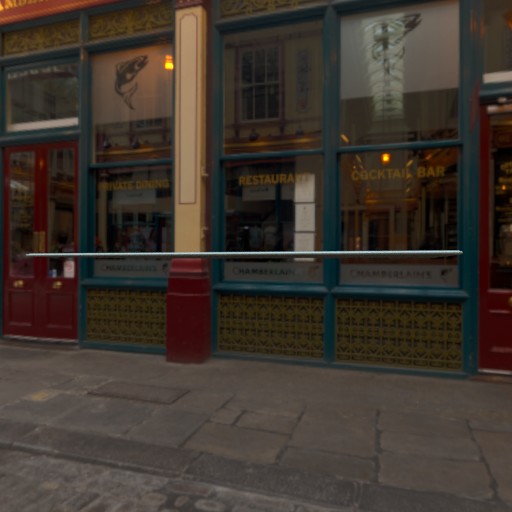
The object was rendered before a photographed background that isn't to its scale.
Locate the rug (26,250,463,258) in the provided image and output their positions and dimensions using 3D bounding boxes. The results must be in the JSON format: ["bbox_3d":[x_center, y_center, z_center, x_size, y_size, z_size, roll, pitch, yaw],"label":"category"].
[{"bbox_3d":[0.000,0.000,2.344,1.840,0.012,1.219,0,-1,18],"label":"rug"}]
